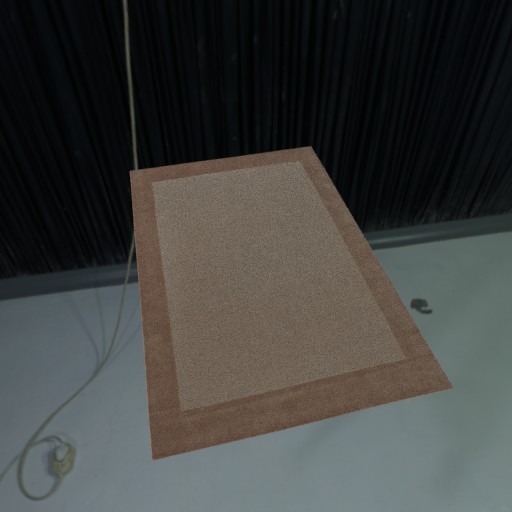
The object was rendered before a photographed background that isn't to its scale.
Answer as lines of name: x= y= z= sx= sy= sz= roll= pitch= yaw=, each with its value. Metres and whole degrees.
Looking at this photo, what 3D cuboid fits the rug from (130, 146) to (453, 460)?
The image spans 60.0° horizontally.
rug: x=0.000 y=0.000 z=2.325 sx=1.219 sy=0.014 sz=1.829 roll=-10 pitch=47 yaw=-9
